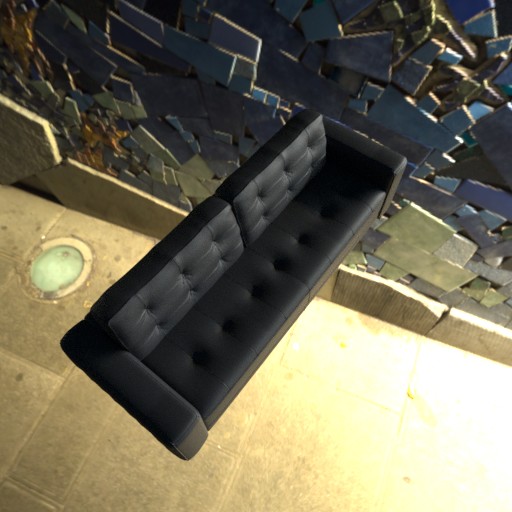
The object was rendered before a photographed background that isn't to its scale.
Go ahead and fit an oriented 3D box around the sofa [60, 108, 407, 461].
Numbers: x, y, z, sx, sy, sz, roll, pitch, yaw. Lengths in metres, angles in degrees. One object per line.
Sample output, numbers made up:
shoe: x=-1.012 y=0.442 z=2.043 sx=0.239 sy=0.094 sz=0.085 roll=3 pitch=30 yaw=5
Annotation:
sofa: x=0.000 y=0.000 z=2.737 sx=0.833 sy=0.893 sz=2.275 roll=33 pitch=64 yaw=19
